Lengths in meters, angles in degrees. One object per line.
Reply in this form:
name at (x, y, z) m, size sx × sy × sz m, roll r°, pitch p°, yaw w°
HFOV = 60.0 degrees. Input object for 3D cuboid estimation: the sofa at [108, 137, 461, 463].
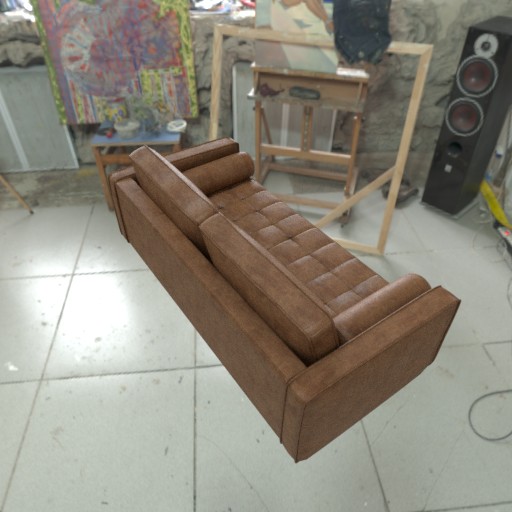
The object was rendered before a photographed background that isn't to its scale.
sofa at (0.000, 0.000, 2.461) m, size 0.924 × 0.825 × 1.920 m, roll -25°, pitch 47°, yaw -25°
